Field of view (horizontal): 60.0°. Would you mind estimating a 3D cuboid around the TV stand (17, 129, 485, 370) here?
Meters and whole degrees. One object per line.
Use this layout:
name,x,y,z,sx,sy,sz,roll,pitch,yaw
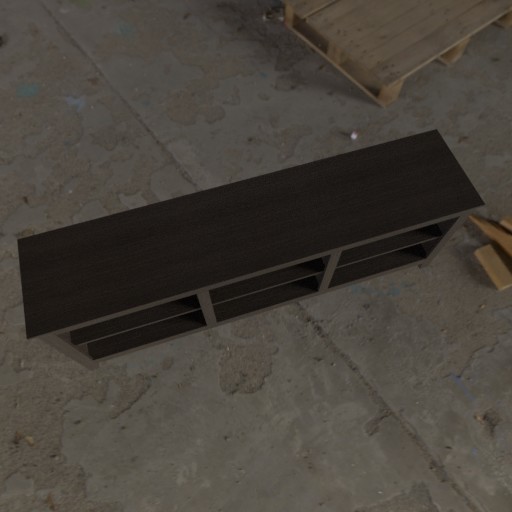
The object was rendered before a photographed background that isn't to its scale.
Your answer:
TV stand,0.000,0.000,1.994,1.778,0.610,0.406,-16,65,-8
